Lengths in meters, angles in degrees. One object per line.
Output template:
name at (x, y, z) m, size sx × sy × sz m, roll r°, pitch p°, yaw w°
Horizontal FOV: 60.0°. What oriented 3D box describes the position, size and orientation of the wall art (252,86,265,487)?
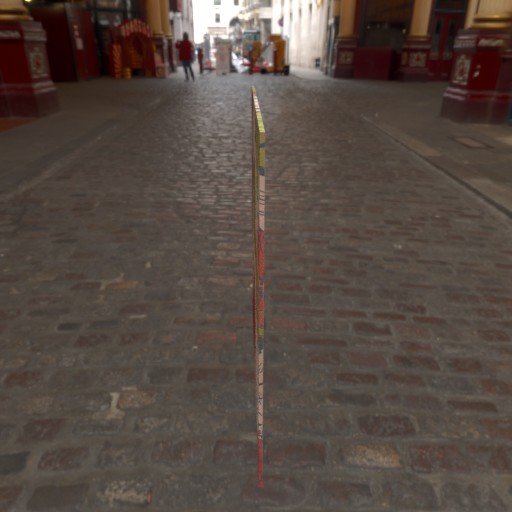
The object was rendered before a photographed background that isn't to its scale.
wall art at (0.000, 0.000, 1.832) m, size 0.013 × 1.218 × 1.206 m, roll -1°, pitch 26°, yaw -1°
